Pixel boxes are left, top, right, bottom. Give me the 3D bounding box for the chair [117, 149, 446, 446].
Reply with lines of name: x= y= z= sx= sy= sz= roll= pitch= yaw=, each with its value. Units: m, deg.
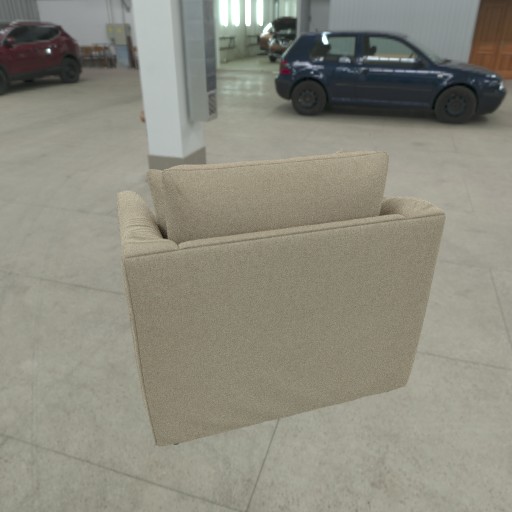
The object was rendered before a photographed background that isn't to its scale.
chair: x=0.000 y=0.000 z=2.086 sx=1.194 sy=1.093 sz=1.071 roll=-8 pitch=29 yaw=-15
